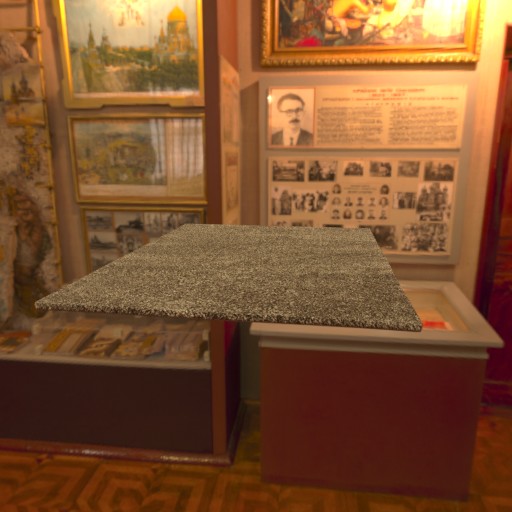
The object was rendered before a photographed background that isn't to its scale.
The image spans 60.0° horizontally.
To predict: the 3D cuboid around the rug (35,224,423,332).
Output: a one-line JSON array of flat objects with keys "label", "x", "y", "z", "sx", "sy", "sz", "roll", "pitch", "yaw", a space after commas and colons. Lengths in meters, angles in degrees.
[{"label": "rug", "x": 0.000, "y": 0.000, "z": 2.103, "sx": 1.198, "sy": 0.025, "sz": 1.601, "roll": 2, "pitch": 14, "yaw": 9}]
